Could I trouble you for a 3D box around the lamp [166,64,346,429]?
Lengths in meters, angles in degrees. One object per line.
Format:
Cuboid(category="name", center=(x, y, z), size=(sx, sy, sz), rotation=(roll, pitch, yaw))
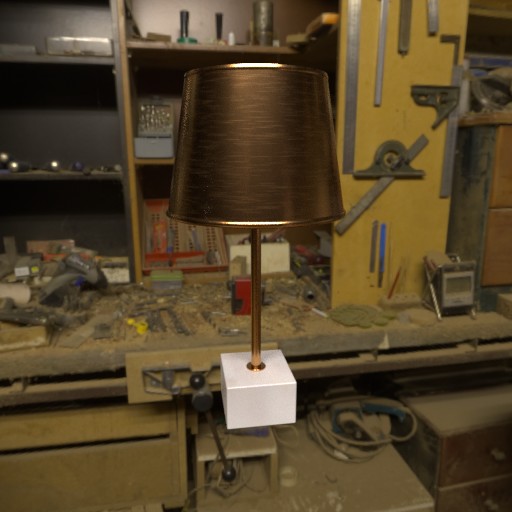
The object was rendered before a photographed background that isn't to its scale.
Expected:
Cuboid(category="lamp", center=(0.000, 0.000, 0.535), size=(0.208, 0.406, 0.208), rotation=(0, 14, 0))
